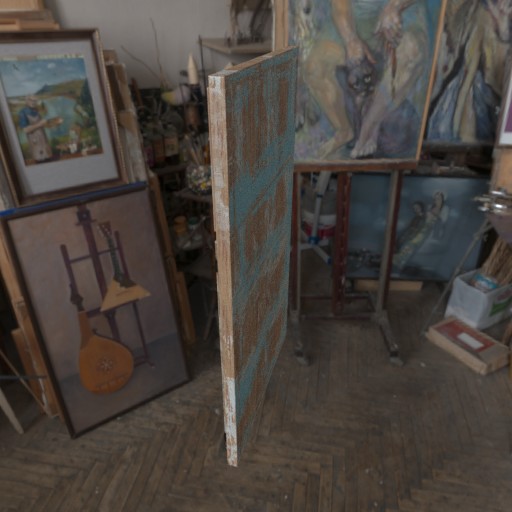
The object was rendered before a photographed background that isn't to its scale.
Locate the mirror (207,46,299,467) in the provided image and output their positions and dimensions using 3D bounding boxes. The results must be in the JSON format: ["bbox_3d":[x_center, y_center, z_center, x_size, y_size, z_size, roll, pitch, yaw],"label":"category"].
[{"bbox_3d":[0.000,0.000,1.473,0.083,1.213,0.707,8,31,14],"label":"mirror"}]
